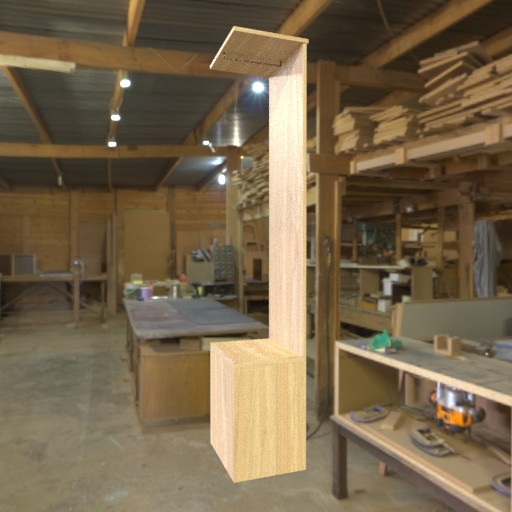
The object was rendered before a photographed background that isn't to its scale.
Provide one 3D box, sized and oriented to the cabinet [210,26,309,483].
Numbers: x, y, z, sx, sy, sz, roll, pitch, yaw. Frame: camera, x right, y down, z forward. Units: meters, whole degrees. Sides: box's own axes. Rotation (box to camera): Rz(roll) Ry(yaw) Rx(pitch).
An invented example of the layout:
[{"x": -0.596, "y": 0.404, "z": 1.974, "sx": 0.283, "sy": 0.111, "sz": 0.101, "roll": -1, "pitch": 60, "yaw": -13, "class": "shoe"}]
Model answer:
[{"x": 0.000, "y": 0.000, "z": 2.065, "sx": 0.338, "sy": 1.879, "sz": 0.411, "roll": 0, "pitch": 1, "yaw": -19, "class": "cabinet"}]
